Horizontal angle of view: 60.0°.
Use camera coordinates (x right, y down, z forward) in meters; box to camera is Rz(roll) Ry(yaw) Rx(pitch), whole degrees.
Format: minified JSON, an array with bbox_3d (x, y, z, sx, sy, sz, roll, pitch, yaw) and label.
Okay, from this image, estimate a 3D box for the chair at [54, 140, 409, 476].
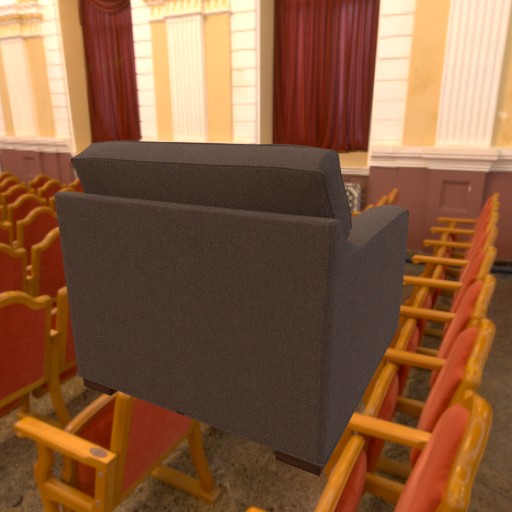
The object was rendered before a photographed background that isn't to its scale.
[{"bbox_3d":[0.000,0.000,1.776,0.997,0.913,1.043,9,19,27],"label":"chair"}]
